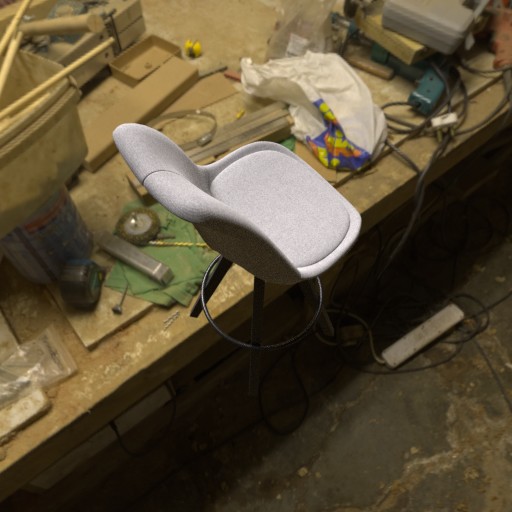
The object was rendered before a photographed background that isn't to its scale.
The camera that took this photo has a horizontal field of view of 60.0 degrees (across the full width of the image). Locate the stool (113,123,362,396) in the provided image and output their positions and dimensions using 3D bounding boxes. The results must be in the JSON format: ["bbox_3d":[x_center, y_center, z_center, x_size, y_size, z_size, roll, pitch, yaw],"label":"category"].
[{"bbox_3d":[0.000,0.000,1.390,0.550,1.115,0.485,-33,64,-19],"label":"stool"}]
